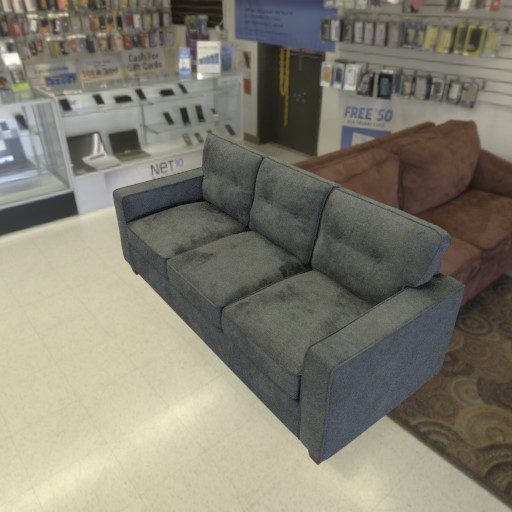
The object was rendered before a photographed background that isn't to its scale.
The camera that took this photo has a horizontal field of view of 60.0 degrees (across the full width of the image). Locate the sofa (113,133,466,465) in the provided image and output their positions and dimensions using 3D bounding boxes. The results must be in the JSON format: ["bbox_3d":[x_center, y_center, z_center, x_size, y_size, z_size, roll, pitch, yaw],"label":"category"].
[{"bbox_3d":[0.000,0.000,2.670,0.939,0.965,2.133,-22,38,-31],"label":"sofa"}]
